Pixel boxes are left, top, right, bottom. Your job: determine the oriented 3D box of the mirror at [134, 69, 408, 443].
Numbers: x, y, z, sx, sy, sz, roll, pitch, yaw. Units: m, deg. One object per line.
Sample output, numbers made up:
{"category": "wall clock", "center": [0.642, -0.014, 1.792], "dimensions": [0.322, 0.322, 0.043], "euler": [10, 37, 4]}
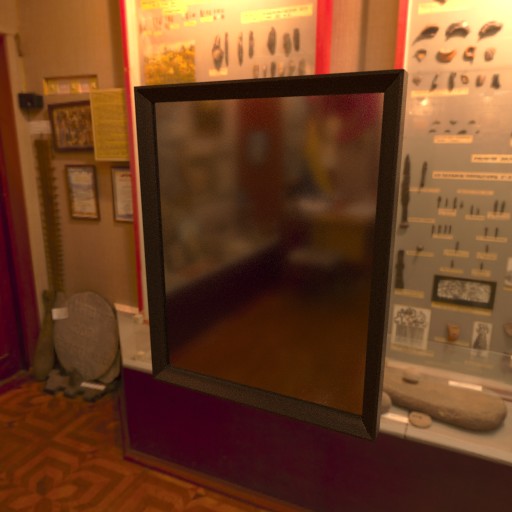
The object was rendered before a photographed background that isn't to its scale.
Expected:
{"category": "mirror", "center": [0.000, 0.000, 0.686], "dimensions": [0.406, 0.509, 0.041], "euler": [7, 16, 25]}
